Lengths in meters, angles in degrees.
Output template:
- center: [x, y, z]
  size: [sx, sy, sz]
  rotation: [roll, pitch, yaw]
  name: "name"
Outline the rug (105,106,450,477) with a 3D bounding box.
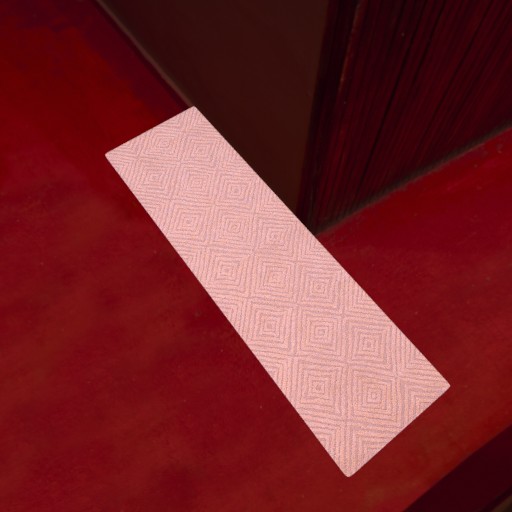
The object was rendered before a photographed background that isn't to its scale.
- center: [0.000, 0.000, 2.478]
  size: [0.676, 0.008, 2.277]
  rotation: [-34, 69, -15]
  name: "rug"
